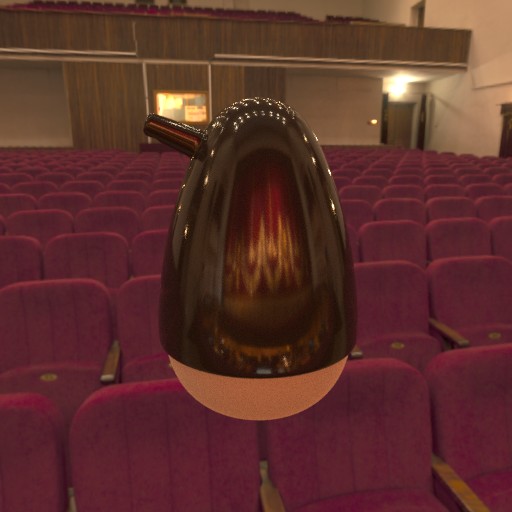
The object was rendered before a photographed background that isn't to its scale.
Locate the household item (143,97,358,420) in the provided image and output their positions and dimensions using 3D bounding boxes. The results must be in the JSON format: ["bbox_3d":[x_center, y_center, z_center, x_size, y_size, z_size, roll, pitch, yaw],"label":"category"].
[{"bbox_3d":[0.000,0.000,0.223,0.104,0.152,0.102,-2,13,-10],"label":"household item"}]
